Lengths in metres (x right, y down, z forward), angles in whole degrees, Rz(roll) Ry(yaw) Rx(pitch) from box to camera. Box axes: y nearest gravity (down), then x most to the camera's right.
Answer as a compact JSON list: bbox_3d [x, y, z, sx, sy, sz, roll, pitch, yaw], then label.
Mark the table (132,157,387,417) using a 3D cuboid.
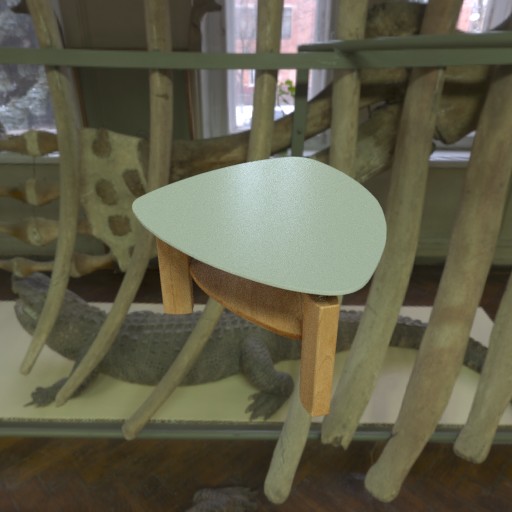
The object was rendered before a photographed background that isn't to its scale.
[{"bbox_3d":[0.000,0.000,1.655,0.850,0.440,1.250,0,26,0],"label":"table"}]
